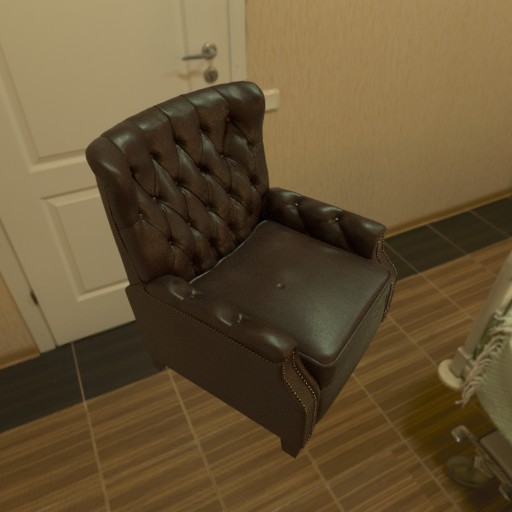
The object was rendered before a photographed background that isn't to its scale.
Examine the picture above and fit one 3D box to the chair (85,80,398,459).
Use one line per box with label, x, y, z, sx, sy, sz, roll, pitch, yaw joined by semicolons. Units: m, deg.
chair;0.000;0.000;1.482;0.823;0.864;0.709;24;46;26
